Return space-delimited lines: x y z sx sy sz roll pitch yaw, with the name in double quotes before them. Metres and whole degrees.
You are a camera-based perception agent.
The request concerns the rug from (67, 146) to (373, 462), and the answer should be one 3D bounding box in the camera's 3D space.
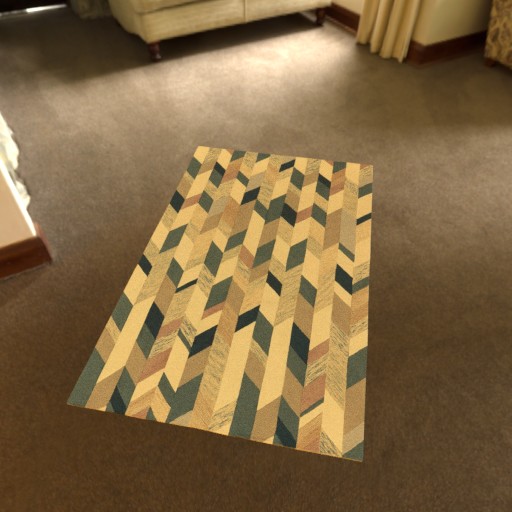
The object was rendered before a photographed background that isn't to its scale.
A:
"rug" 0.000 0.000 2.985 1.513 0.008 2.423 8 47 8
